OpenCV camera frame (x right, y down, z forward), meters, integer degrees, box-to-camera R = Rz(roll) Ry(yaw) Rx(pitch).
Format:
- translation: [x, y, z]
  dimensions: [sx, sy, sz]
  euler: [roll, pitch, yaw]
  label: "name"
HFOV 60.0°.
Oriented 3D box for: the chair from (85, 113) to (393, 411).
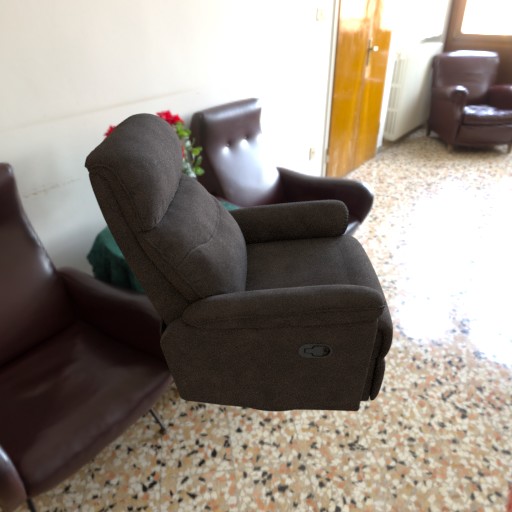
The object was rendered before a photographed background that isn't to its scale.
- translation: [0.000, 0.000, 1.751]
  dimensions: [1.009, 1.035, 0.830]
  euler: [0, 30, 0]
  label: "chair"
